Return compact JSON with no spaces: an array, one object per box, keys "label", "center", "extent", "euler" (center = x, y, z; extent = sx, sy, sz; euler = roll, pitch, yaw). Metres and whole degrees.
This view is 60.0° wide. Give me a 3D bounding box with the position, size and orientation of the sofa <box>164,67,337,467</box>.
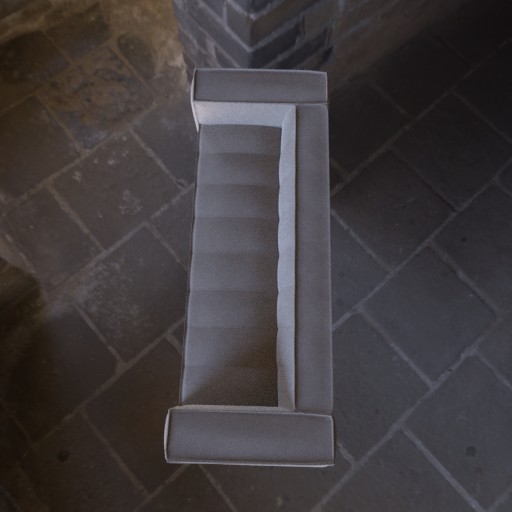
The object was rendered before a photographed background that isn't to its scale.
[{"label":"sofa","center":[0.000,0.000,3.190],"extent":[1.038,0.680,2.697],"euler":[2,74,0]}]
